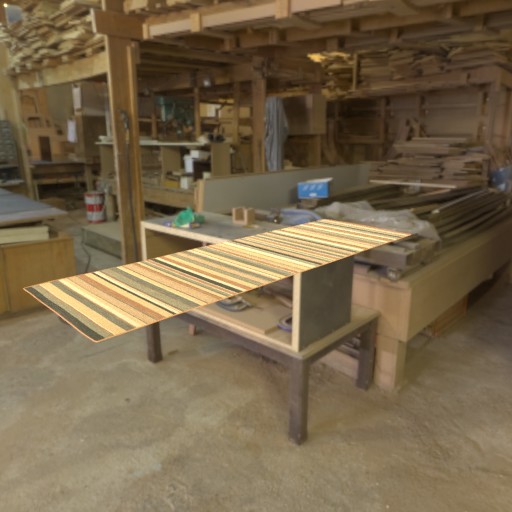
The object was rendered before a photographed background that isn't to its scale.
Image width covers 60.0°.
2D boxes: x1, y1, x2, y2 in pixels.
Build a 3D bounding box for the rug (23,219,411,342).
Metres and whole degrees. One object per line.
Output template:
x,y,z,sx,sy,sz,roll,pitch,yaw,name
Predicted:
0.000,0.000,2.725,2.444,0.010,0.799,-15,22,-42,rug
